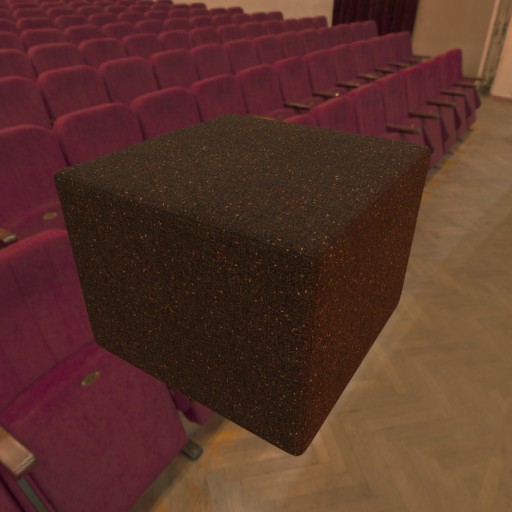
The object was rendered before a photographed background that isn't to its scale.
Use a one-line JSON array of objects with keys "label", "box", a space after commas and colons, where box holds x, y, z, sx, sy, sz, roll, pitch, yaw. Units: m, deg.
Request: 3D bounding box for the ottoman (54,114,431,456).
[{"label": "ottoman", "box": [0.000, 0.000, 0.894, 0.508, 0.432, 0.508, 19, 36, 28]}]
